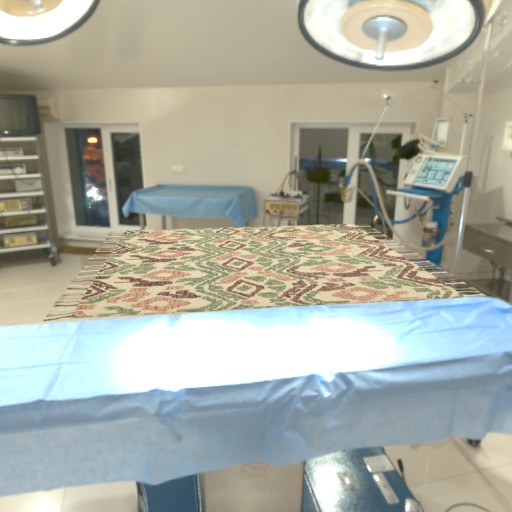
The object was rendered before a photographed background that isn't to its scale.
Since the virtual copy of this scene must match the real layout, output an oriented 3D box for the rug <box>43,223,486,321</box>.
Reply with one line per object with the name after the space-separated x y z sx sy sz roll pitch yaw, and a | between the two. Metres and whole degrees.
0.000 0.000 4.119 3.048 0.010 2.438 -2 17 -7 | rug
